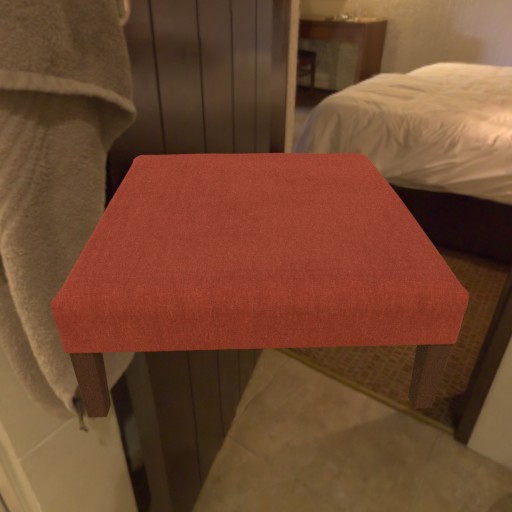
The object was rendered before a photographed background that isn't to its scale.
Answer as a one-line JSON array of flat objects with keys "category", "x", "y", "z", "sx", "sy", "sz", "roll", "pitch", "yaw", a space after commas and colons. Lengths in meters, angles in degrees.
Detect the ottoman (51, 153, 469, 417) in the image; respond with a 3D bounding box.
[{"category": "ottoman", "x": 0.000, "y": 0.000, "z": 1.383, "sx": 0.889, "sy": 0.411, "sz": 0.890, "roll": -1, "pitch": 32, "yaw": -2}]
